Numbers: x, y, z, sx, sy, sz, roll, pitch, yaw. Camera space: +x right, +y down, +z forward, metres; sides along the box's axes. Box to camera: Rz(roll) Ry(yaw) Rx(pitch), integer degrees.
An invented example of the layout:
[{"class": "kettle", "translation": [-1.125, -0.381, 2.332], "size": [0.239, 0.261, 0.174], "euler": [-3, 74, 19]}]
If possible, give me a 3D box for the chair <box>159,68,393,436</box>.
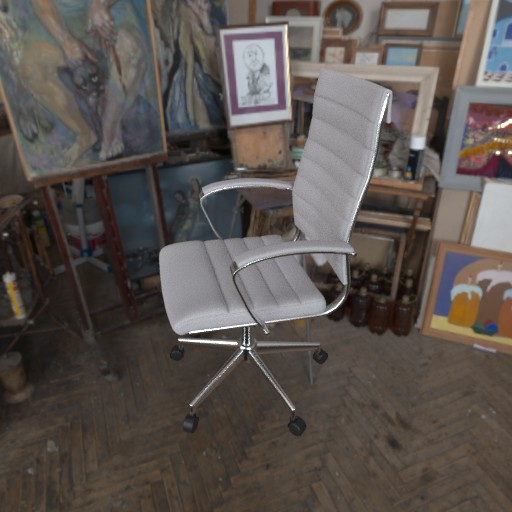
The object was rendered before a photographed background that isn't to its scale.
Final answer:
[{"class": "chair", "translation": [0.000, 0.000, 1.551], "size": [0.667, 1.149, 0.679], "euler": [-8, 31, -13]}]
